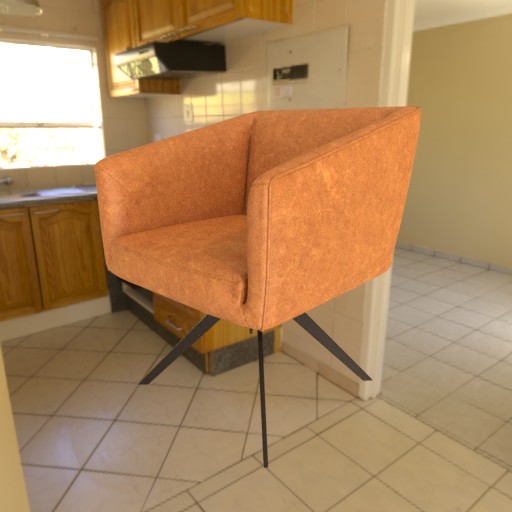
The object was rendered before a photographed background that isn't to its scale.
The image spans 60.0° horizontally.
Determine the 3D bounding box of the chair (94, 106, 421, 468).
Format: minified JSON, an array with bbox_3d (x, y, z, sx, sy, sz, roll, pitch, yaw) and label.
[{"bbox_3d":[0.000,0.000,1.178,0.588,0.760,0.625,14,22,40],"label":"chair"}]
